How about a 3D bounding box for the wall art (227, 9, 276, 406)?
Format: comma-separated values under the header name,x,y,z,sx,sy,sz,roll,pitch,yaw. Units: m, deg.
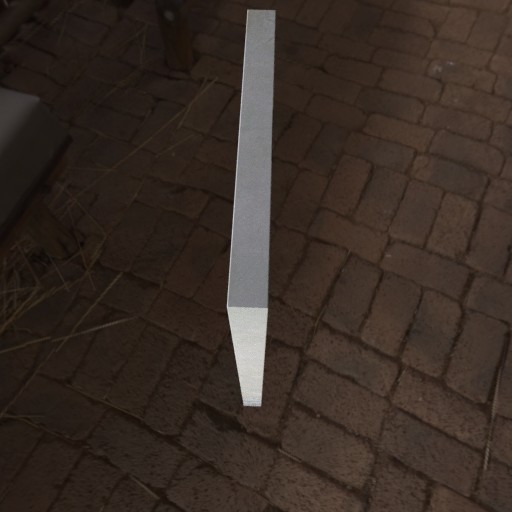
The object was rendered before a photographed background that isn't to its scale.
name,x,y,z,sx,sy,sz,roll,pitch,yaw
wall art,0.000,0.000,0.750,0.036,0.607,0.403,2,64,1
